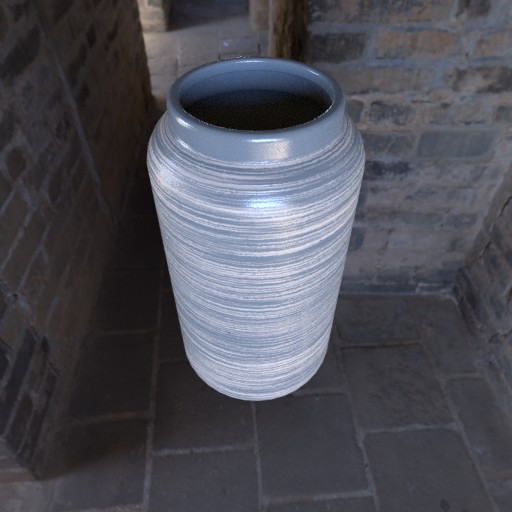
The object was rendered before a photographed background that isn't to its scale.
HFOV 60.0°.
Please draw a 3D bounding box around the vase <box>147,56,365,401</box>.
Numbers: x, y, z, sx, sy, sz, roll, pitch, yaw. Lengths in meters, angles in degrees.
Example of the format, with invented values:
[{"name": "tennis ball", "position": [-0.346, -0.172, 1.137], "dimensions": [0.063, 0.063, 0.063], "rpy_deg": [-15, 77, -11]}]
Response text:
[{"name": "vase", "position": [0.000, 0.000, 0.297], "dimensions": [0.116, 0.230, 0.116], "rpy_deg": [0, 45, 0]}]
